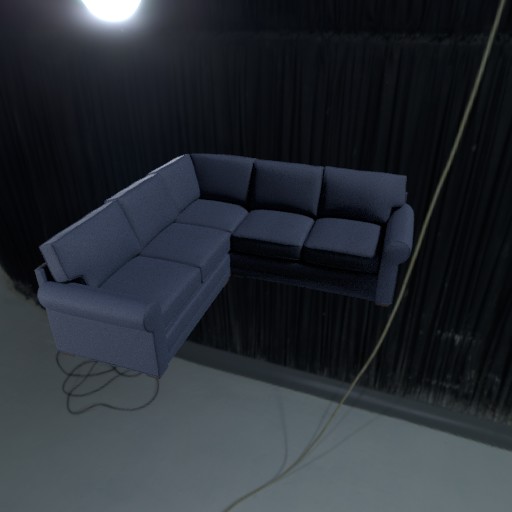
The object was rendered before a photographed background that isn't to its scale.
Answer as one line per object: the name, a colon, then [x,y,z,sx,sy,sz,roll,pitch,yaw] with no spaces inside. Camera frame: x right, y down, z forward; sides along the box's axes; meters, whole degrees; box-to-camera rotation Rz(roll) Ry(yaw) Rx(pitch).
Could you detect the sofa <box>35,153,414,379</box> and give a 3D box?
sofa: [0.000,0.000,3.879,2.562,1.042,2.487,9,31,16]
